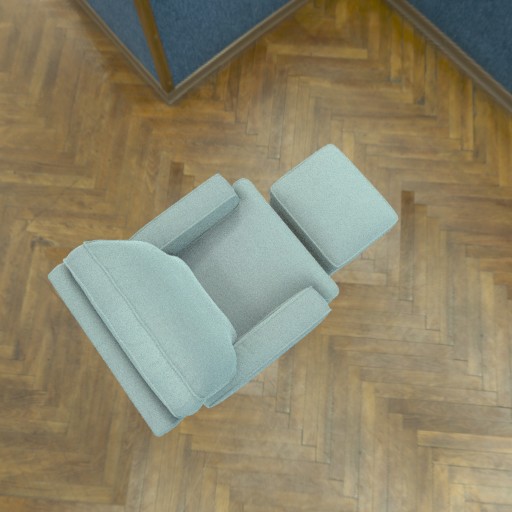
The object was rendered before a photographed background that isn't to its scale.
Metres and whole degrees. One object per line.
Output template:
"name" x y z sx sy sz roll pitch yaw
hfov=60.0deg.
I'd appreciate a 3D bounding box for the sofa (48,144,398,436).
"sofa" 0.000 0.000 2.085 1.472 0.959 0.861 -37 79 -8
